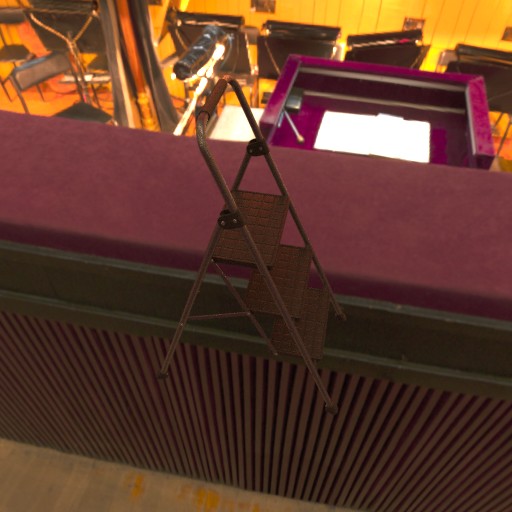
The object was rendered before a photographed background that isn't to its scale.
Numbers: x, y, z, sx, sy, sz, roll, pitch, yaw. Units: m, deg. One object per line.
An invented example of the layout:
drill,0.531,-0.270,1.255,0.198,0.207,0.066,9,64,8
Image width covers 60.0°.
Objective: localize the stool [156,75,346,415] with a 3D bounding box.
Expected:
stool,0.000,0.000,1.480,0.733,1.121,0.473,9,48,8
